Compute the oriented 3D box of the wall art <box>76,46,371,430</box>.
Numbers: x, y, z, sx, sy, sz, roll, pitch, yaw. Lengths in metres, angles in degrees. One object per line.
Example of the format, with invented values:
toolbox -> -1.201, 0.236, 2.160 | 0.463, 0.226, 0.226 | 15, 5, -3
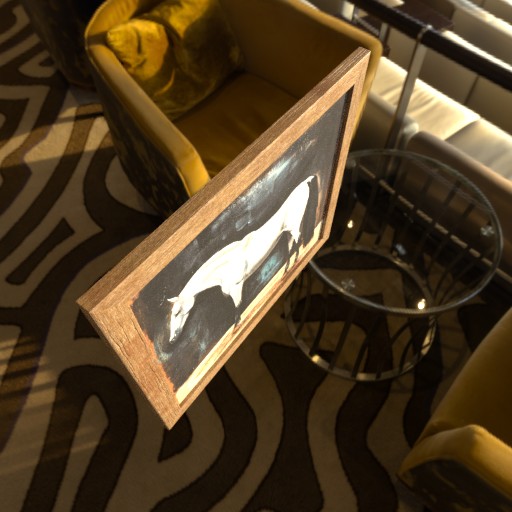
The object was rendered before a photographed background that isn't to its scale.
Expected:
wall art -> 0.000, 0.000, 0.929 | 0.026, 0.588, 0.690 | 32, 61, 20
